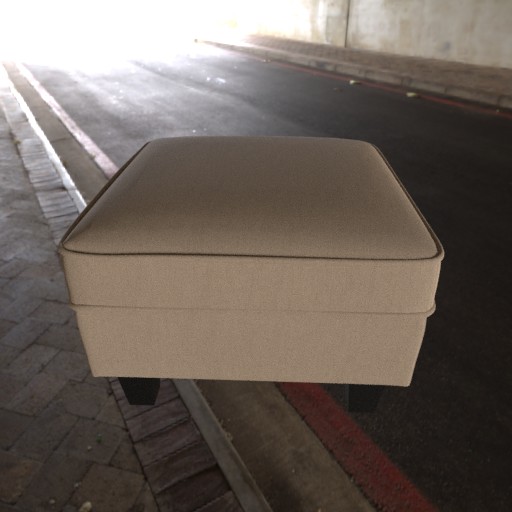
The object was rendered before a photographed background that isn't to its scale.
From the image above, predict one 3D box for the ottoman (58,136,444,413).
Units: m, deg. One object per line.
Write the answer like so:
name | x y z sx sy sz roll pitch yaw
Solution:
ottoman | 0.000 0.000 1.004 0.613 0.438 0.616 1 31 2
